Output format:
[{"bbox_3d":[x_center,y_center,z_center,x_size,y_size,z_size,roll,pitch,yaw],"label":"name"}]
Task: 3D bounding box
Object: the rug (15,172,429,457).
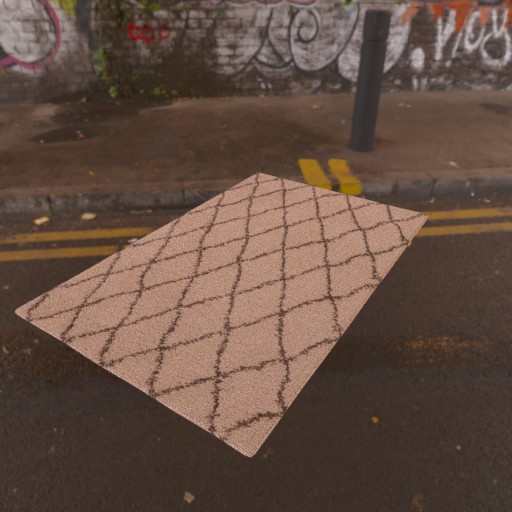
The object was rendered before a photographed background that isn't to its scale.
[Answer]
[{"bbox_3d":[0.000,0.000,3.292,1.778,0.030,2.743,20,37,28],"label":"rug"}]
